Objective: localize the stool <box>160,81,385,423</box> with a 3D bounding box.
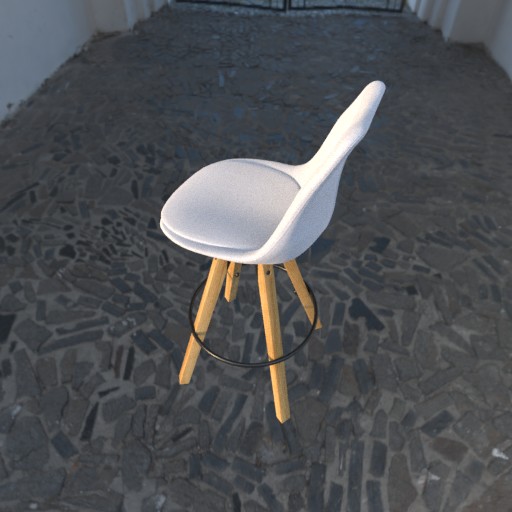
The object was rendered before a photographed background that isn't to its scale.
[{"bbox_3d":[0.000,0.000,1.398,0.550,1.115,0.484,16,48,15],"label":"stool"}]
